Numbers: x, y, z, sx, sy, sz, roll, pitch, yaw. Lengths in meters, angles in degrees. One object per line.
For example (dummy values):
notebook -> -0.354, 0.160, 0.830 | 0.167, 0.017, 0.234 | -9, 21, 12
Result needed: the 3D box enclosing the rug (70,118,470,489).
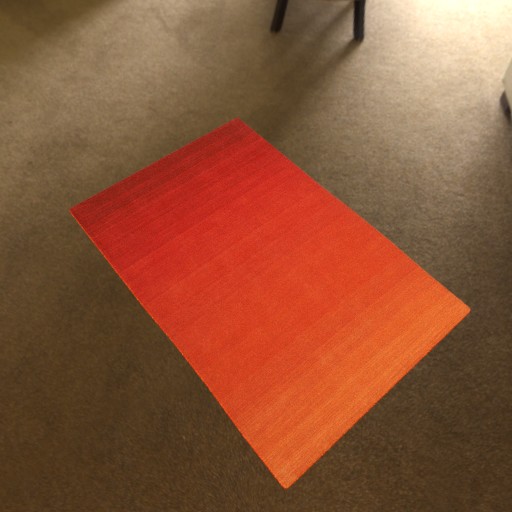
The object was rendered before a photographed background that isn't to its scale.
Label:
rug -> 0.000, 0.000, 2.335 | 1.230, 0.018, 1.835 | -35, 63, -20
